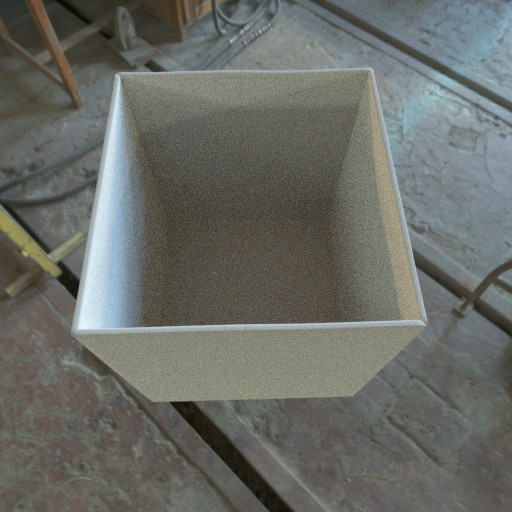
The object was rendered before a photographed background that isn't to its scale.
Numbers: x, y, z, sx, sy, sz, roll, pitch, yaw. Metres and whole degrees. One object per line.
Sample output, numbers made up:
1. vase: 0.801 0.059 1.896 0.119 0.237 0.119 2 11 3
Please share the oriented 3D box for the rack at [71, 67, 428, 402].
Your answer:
1. rack: 0.000 0.000 0.495 0.270 0.280 0.270 -1 62 -1
